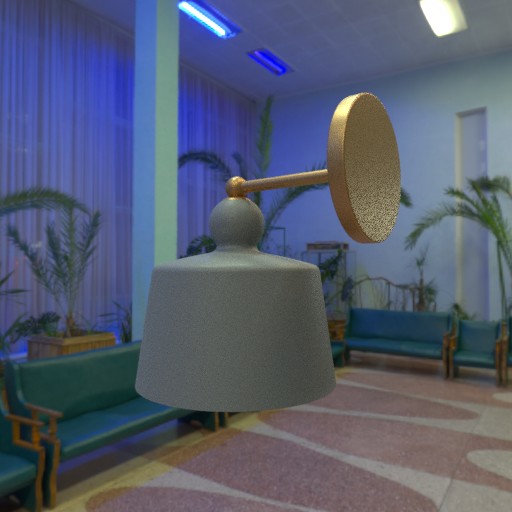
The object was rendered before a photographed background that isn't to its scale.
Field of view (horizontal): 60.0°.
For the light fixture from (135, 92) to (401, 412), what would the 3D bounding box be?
[{"bbox_3d":[0.000,0.000,0.449,0.254,0.268,0.204,-1,-2,37],"label":"light fixture"}]
